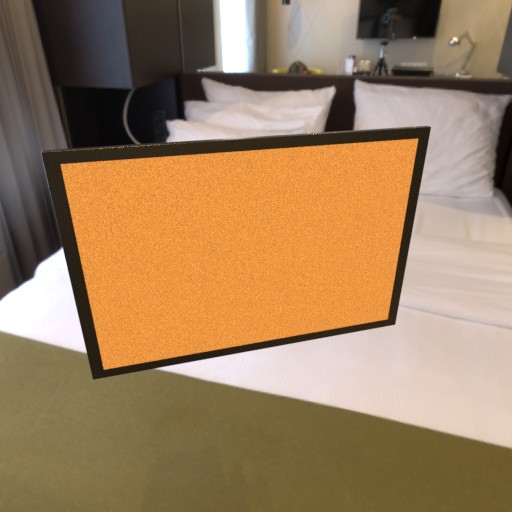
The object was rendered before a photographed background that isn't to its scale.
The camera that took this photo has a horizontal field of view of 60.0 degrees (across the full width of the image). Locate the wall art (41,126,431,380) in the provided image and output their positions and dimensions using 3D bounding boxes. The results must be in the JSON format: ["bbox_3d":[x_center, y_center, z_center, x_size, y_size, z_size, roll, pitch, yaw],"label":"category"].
[{"bbox_3d":[0.000,0.000,1.041,0.819,0.552,0.015,-7,29,-14],"label":"wall art"}]
